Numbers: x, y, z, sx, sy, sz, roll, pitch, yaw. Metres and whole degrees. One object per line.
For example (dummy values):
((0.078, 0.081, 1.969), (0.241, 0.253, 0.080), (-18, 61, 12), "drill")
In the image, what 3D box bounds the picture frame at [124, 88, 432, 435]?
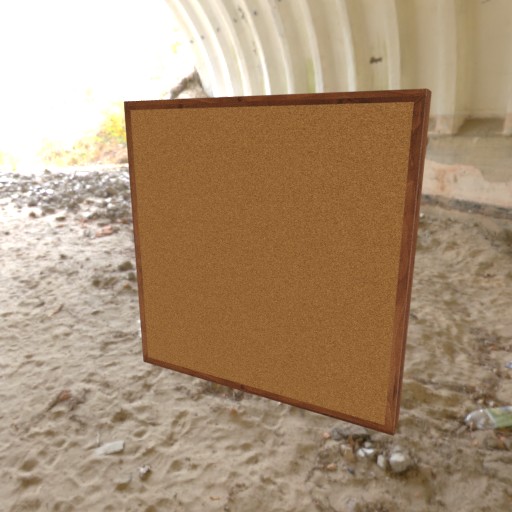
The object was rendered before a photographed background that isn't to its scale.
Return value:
((0.000, 0.000, 0.524), (0.352, 0.356, 0.028), (8, 17, 26), "picture frame")
